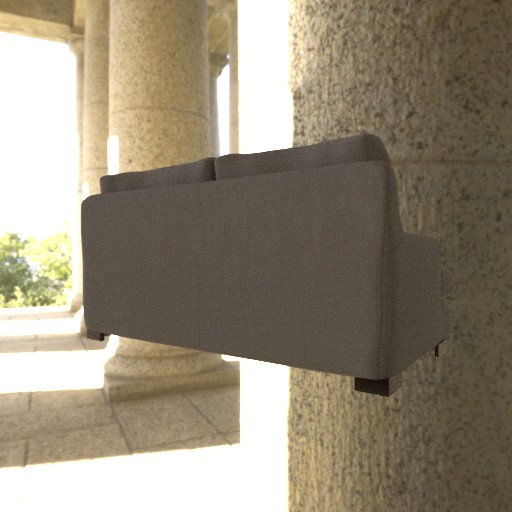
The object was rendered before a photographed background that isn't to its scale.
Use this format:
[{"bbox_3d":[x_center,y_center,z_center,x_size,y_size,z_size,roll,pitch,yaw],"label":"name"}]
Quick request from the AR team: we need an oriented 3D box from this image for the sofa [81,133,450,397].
[{"bbox_3d":[0.000,0.000,2.438,1.855,0.980,0.962,0,1,36],"label":"sofa"}]
